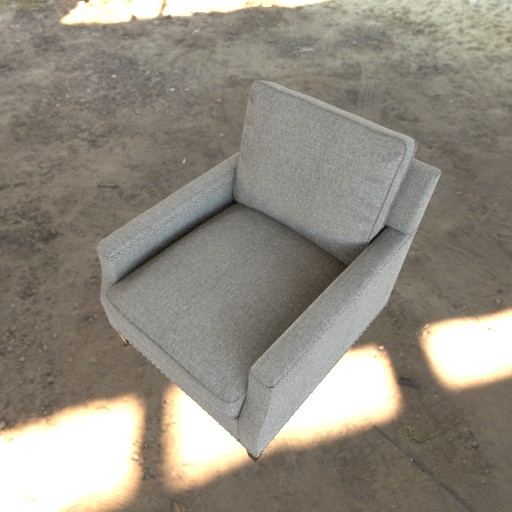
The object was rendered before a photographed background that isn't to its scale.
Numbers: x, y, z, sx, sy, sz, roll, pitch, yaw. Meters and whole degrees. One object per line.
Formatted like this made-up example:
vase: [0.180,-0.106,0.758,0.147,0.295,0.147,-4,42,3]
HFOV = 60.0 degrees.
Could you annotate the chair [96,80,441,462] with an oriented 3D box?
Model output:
chair: [0.000,0.000,1.709,0.853,0.943,1.014,33,55,27]
